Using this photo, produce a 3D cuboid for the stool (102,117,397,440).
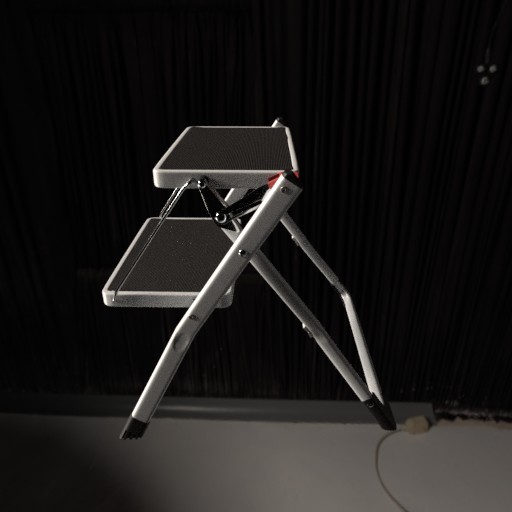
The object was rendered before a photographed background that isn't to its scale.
[{"bbox_3d":[0.000,0.000,0.846,0.490,0.445,0.485,1,27,1],"label":"stool"}]
